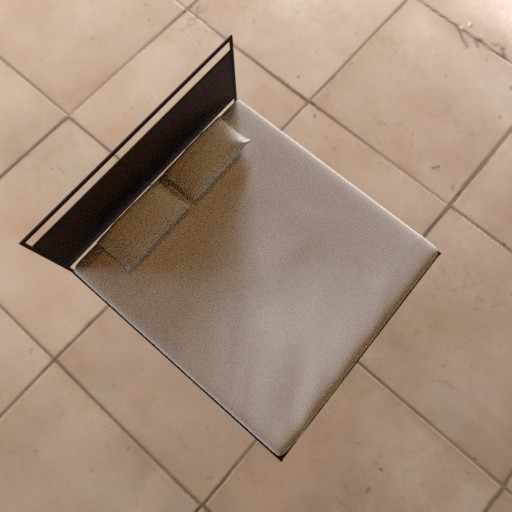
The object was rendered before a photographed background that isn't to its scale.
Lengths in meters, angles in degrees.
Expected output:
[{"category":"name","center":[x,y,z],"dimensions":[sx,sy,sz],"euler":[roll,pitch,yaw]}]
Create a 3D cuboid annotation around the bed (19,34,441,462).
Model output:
[{"category":"bed","center":[0.000,0.000,3.309],"dimensions":[2.151,1.173,1.993],"euler":[39,79,9]}]
